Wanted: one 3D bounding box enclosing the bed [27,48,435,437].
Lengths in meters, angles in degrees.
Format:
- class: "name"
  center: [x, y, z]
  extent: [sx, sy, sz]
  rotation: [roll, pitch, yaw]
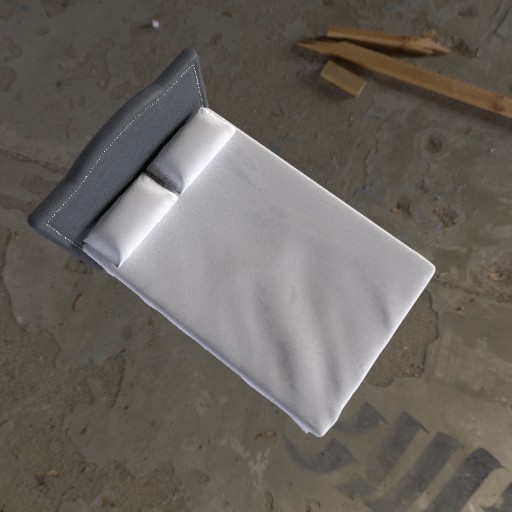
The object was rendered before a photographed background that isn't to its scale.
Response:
- class: "bed"
  center: [0.000, 0.000, 3.475]
  extent: [2.507, 1.441, 1.747]
  rotation: [37, 79, 8]
